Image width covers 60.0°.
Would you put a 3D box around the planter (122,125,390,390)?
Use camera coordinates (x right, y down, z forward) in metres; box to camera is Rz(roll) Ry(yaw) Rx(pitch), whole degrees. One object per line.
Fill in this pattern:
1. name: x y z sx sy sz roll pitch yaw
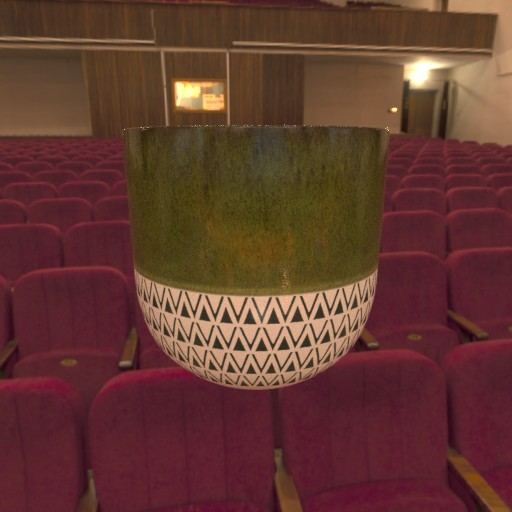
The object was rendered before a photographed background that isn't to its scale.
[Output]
1. planter: 0.000 0.000 0.491 0.266 0.270 0.266 0 15 0
